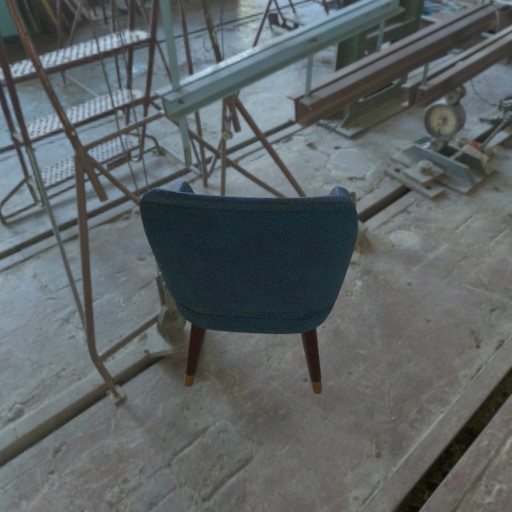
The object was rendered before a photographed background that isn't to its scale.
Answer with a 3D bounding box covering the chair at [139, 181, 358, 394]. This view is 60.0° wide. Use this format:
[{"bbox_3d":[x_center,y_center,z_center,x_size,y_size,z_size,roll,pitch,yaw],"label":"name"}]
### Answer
[{"bbox_3d":[0.000,0.000,1.607,0.683,1.081,0.794,2,45,2],"label":"chair"}]
